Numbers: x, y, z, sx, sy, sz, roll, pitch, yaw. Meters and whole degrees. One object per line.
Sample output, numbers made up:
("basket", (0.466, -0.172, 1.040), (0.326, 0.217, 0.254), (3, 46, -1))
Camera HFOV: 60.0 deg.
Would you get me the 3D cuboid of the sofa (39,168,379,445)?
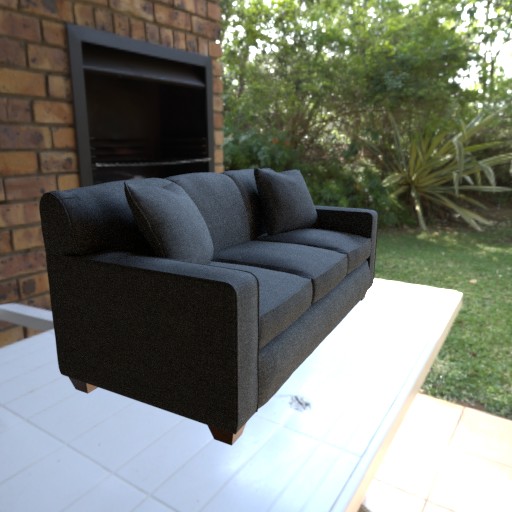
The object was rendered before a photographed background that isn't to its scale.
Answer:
("sofa", (0.000, 0.000, 2.562), (0.997, 0.958, 2.024), (7, 16, 27))
